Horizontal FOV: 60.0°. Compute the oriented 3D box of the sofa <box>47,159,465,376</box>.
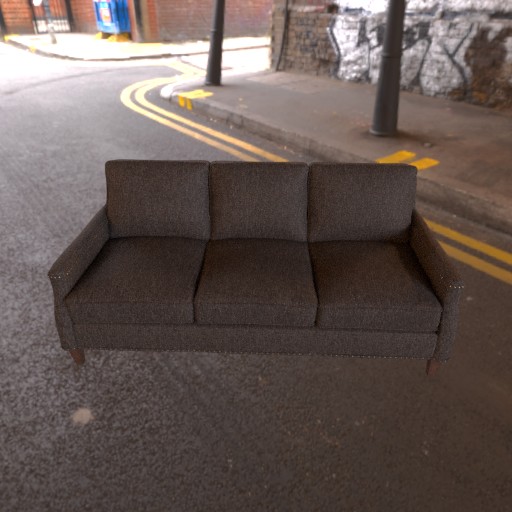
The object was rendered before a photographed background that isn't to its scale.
[{"bbox_3d":[0.000,0.000,2.815,2.246,1.003,1.084,1,31,2],"label":"sofa"}]
